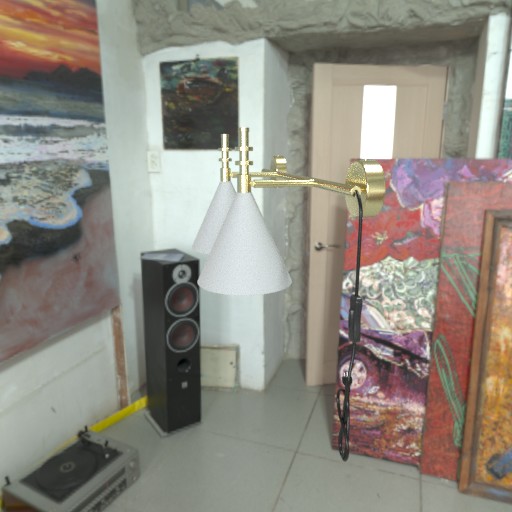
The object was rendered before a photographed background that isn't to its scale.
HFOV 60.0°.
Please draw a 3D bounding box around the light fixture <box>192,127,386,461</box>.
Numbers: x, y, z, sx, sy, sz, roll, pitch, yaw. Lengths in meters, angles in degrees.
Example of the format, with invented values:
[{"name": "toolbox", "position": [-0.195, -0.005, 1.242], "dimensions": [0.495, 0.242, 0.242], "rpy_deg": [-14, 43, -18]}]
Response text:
[{"name": "light fixture", "position": [0.000, 0.000, 0.863], "dimensions": [0.239, 0.468, 0.642], "rpy_deg": [-2, 13, -10]}]
